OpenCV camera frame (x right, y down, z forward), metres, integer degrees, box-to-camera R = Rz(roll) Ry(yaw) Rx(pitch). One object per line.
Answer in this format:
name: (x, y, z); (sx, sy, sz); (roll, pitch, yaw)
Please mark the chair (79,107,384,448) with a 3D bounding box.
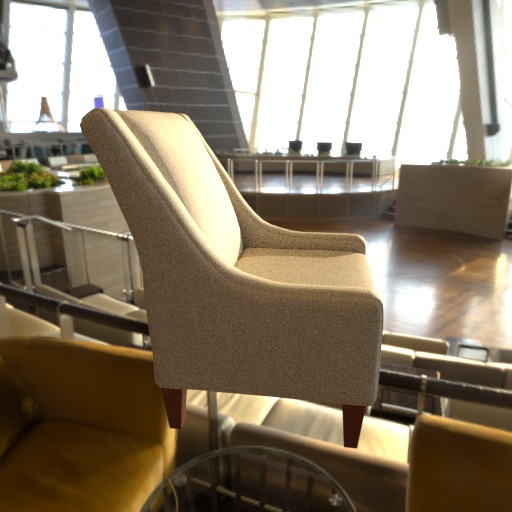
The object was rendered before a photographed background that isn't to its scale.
chair: (0.000, 0.000, 1.626); (0.870, 1.014, 0.774); (3, 17, 9)
